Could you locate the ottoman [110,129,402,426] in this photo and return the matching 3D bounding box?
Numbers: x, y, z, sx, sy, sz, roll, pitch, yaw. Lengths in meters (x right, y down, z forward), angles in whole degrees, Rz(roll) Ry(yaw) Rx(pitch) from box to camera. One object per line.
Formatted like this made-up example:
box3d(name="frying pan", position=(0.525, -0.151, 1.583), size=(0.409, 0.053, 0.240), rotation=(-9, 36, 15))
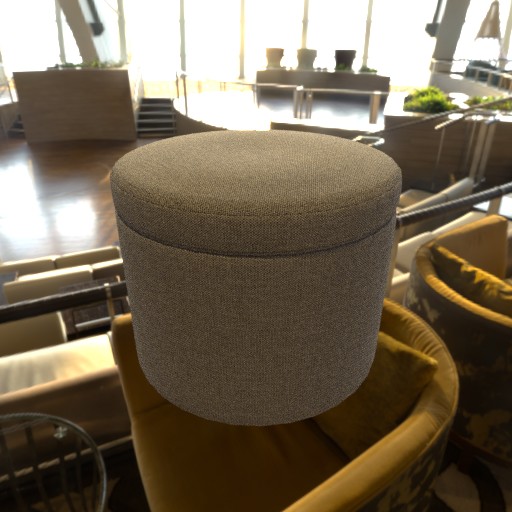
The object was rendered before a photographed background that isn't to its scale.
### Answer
box3d(name="ottoman", position=(0.000, 0.000, 0.869), size=(0.500, 0.419, 0.500), rotation=(0, 28, 0))
